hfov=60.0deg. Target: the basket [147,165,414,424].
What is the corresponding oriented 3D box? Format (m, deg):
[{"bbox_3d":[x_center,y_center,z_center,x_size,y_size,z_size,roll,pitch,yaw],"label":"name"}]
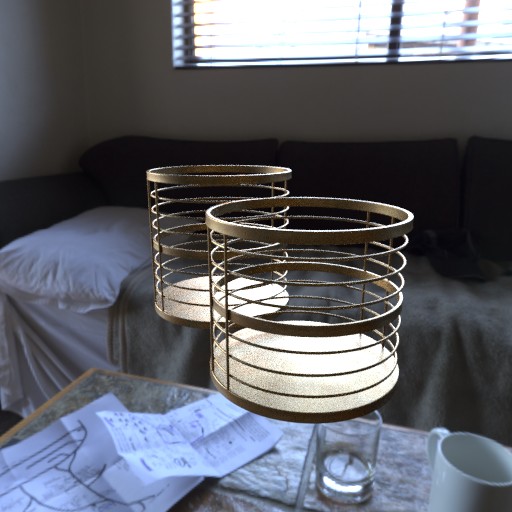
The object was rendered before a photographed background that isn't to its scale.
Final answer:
[{"bbox_3d":[0.000,0.000,0.981,0.356,0.351,0.746,-8,17,-26],"label":"basket"}]
